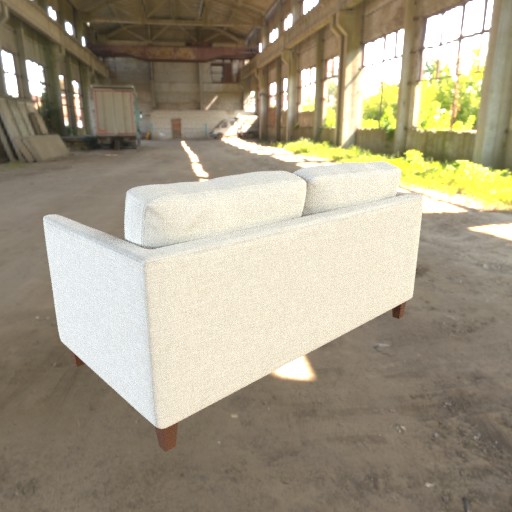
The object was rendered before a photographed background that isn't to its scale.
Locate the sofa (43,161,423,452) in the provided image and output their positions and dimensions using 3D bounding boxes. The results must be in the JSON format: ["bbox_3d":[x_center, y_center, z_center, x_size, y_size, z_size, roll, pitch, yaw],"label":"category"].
[{"bbox_3d":[0.000,0.000,2.372,1.838,0.963,0.950,-15,23,-41],"label":"sofa"}]
